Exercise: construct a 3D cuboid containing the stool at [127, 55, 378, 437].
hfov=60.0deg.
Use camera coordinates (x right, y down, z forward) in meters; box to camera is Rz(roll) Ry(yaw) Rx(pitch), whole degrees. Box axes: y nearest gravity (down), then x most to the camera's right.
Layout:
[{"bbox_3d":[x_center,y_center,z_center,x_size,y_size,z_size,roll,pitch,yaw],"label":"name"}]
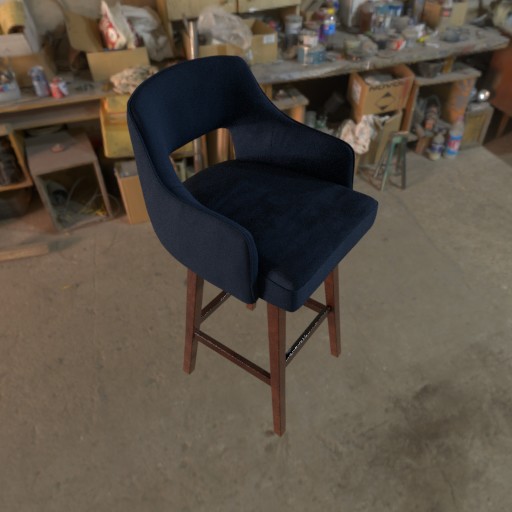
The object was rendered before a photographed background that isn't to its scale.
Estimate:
[{"bbox_3d":[0.000,0.000,1.374,0.560,1.041,0.550,26,47,26],"label":"stool"}]
